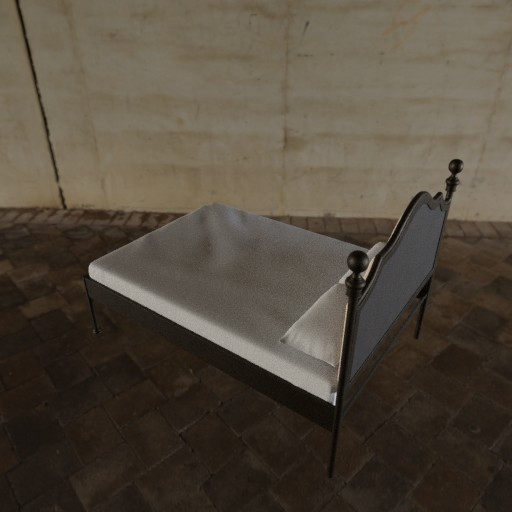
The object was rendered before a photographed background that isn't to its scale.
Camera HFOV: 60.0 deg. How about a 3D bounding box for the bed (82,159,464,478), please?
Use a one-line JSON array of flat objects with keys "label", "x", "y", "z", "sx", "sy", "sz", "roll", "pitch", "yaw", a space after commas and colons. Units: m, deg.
[{"label": "bed", "x": 0.000, "y": 0.000, "z": 3.175, "sx": 2.170, "sy": 1.462, "sz": 1.533, "roll": 20, "pitch": 36, "yaw": 31}]
